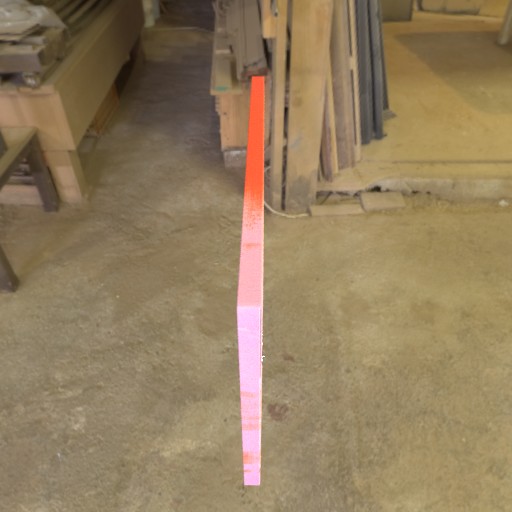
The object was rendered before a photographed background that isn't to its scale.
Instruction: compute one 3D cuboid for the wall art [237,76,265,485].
[{"bbox_3d":[0.000,0.000,1.162,0.040,0.609,0.913,1,41,1],"label":"wall art"}]
